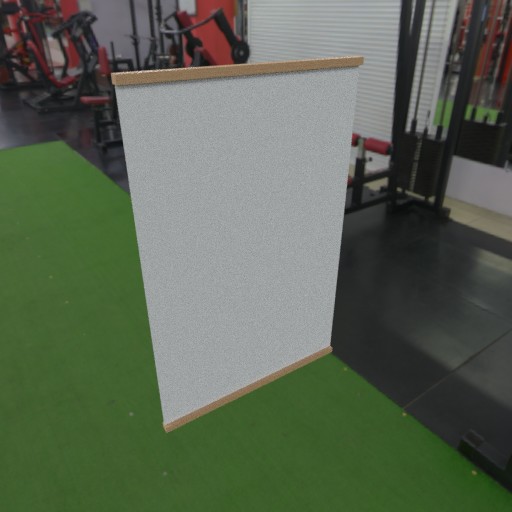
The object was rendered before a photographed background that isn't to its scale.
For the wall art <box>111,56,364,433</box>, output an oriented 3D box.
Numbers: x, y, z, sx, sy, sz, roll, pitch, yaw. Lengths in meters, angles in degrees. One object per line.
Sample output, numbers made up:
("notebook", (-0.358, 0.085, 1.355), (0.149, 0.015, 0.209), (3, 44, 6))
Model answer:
("wall art", (0.000, 0.000, 0.638), (0.335, 0.510, 0.013), (-18, 34, -29))
